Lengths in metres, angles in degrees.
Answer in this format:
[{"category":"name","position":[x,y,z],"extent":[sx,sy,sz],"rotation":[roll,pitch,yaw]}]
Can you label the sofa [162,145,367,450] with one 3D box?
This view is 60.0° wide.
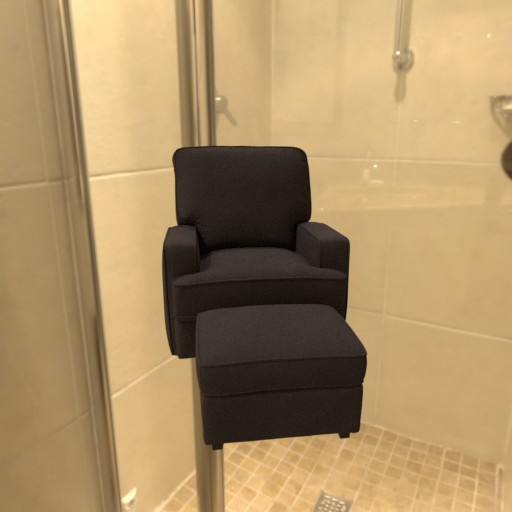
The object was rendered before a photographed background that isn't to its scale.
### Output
[{"category":"sofa","position":[0.000,0.000,2.051],"extent":[0.861,0.959,1.472],"rotation":[-2,16,-7]}]
